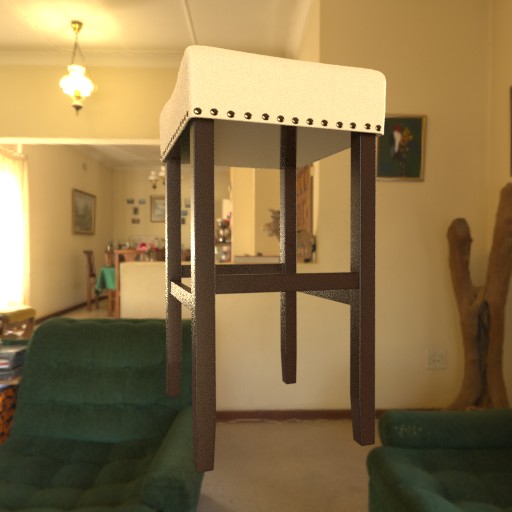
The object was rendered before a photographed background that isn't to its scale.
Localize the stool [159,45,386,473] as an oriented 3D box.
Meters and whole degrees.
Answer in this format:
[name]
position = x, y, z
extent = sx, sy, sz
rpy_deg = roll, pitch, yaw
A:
[stool]
position = 0.000, 0.000, 1.046
extent = 0.401, 0.762, 0.471
rpy_deg = -1, 2, -18
